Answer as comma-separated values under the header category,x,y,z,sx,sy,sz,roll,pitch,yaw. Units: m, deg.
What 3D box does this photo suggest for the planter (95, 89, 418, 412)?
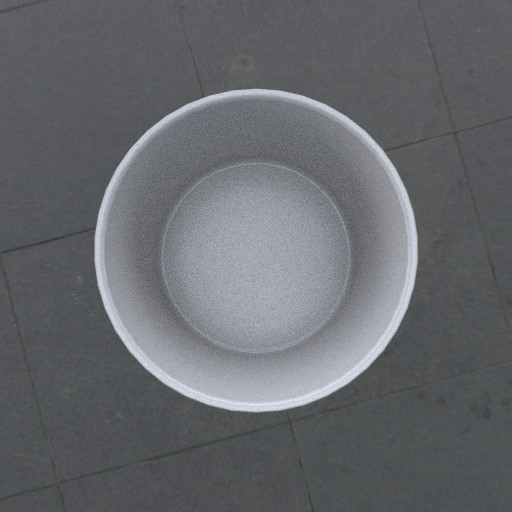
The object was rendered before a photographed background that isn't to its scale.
category,x,y,z,sx,sy,sz,roll,pitch,yaw
planter,0.000,0.000,0.386,0.188,0.260,0.188,0,88,0
